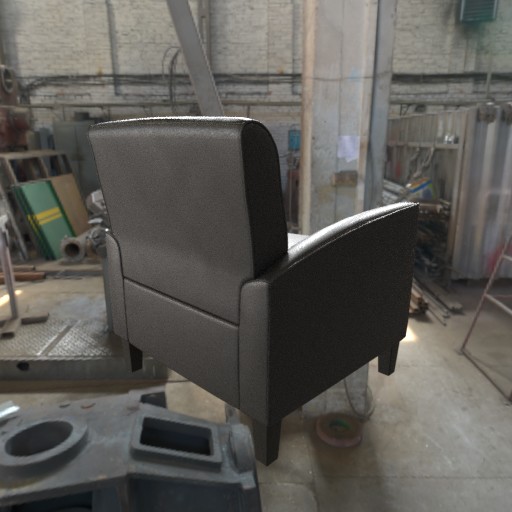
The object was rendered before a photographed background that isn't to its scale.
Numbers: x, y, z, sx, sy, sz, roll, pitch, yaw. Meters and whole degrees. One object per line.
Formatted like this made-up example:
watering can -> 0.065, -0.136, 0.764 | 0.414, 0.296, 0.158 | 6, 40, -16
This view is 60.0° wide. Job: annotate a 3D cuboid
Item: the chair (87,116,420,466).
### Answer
chair -> 0.000, 0.000, 1.569 | 0.820, 0.916, 0.819 | 15, 21, 43
